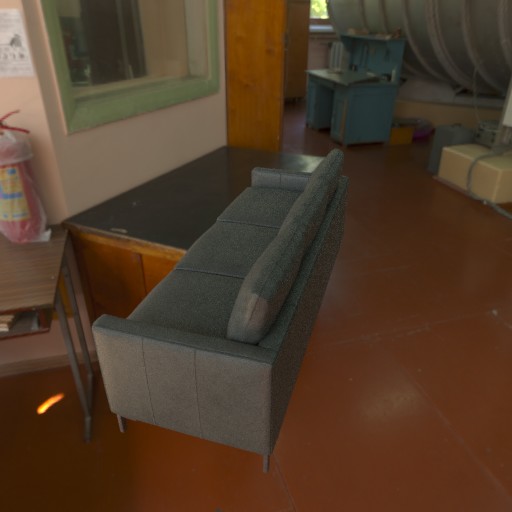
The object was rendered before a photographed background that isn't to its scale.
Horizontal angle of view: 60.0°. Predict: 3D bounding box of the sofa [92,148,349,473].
[{"bbox_3d":[0.000,0.000,2.452,0.748,0.805,2.029,9,30,15],"label":"sofa"}]
